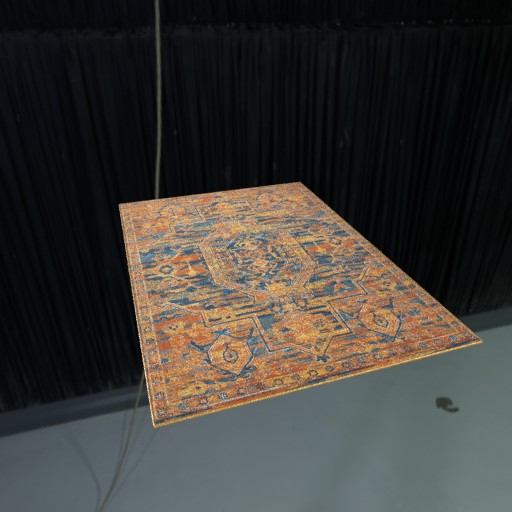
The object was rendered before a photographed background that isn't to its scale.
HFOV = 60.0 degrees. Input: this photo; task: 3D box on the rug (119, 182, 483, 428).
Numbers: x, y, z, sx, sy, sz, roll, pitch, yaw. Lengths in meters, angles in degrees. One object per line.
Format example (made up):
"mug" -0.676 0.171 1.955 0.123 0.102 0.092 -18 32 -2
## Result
"rug" 0.000 0.000 3.694 2.043 0.019 2.916 -9 32 -16
